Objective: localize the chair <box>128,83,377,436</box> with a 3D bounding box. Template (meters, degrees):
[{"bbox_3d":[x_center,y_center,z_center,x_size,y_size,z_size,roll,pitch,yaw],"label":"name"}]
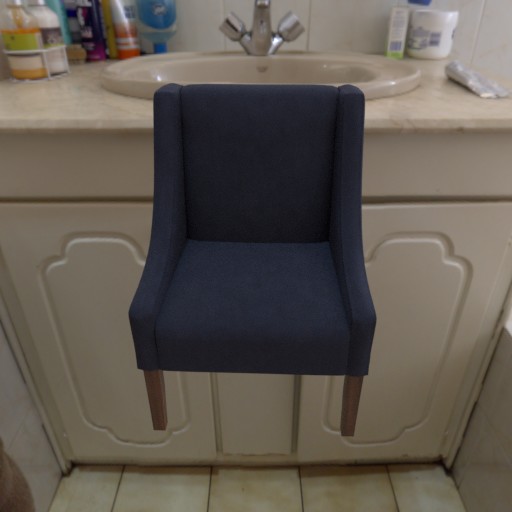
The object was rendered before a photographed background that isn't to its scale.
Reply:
[{"bbox_3d":[0.000,0.000,1.340,0.629,0.895,0.629,1,31,2],"label":"chair"}]
